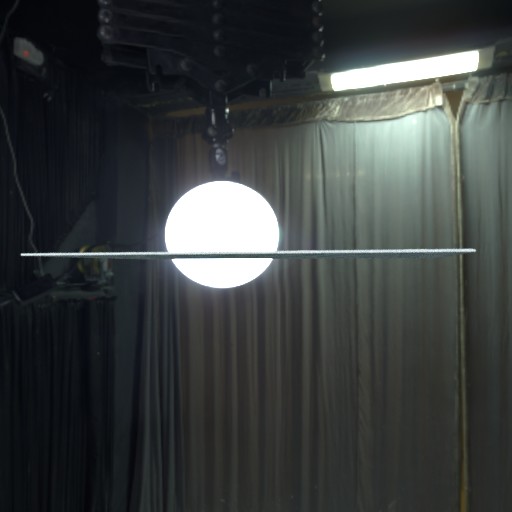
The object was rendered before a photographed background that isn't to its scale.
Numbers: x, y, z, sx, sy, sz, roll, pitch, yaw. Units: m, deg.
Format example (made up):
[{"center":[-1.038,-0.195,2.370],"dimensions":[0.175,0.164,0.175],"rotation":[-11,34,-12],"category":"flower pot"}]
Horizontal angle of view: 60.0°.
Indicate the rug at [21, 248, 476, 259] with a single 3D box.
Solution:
[{"center":[0.000,0.000,2.983],"dimensions":[2.443,0.015,1.528],"rotation":[0,-1,17],"category":"rug"}]
